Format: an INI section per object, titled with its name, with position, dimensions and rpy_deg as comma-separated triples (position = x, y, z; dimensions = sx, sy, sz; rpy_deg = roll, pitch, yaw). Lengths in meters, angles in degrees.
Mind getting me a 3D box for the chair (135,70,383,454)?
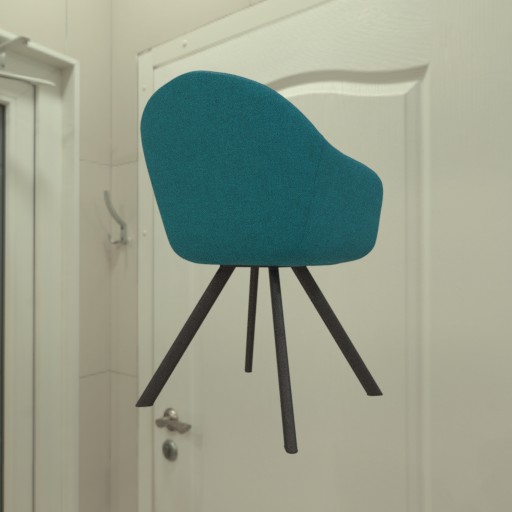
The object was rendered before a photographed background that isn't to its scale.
[chair]
position = 0.000, 0.000, 1.164
dimensions = 0.545, 0.775, 0.565
rpy_deg = 0, -1, 36
